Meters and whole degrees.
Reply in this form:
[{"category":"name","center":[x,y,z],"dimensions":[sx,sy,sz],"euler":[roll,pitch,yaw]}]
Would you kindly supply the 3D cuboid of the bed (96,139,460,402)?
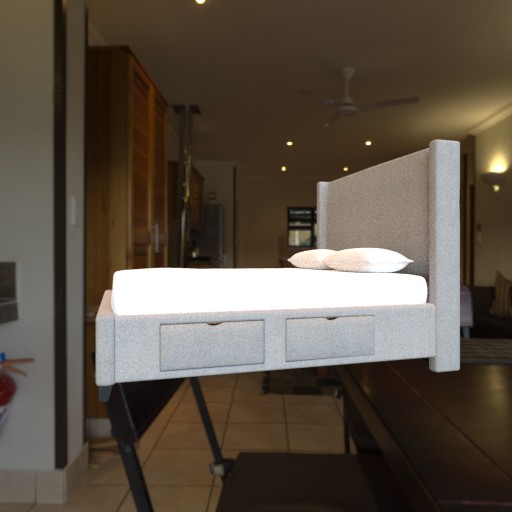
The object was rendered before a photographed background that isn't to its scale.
[{"category":"bed","center":[0.000,0.000,3.374],"dimensions":[2.222,1.491,1.774],"euler":[0,0,-17]}]
